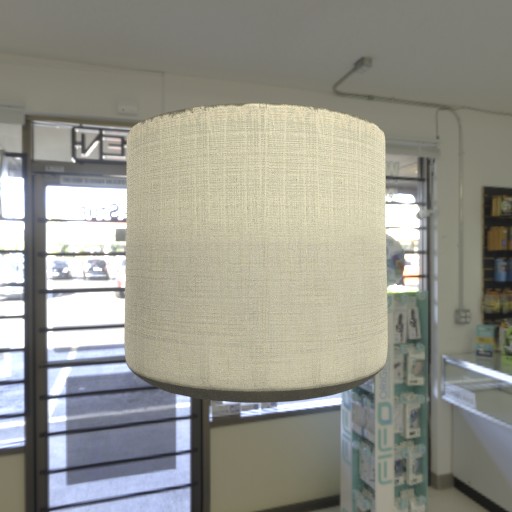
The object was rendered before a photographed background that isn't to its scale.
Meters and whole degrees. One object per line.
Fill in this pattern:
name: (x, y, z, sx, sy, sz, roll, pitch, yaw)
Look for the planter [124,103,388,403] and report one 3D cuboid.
planter: (0.000, 0.000, 0.396, 0.226, 0.201, 0.226, 0, 0, 0)
